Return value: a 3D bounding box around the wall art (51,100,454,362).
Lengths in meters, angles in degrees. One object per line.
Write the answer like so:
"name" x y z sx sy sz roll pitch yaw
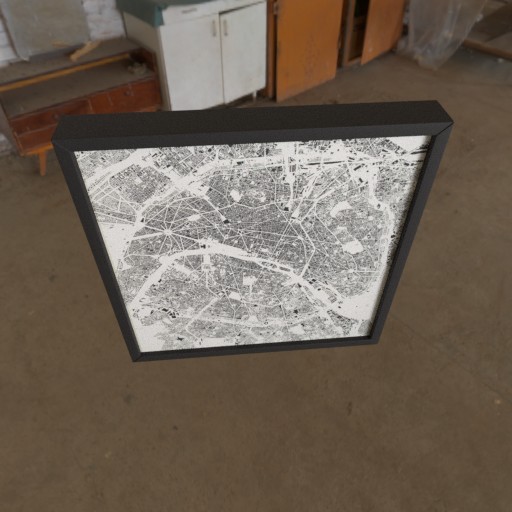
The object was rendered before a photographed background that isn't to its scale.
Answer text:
"wall art" 0.000 0.000 0.453 0.305 0.305 0.037 -4 45 -3
